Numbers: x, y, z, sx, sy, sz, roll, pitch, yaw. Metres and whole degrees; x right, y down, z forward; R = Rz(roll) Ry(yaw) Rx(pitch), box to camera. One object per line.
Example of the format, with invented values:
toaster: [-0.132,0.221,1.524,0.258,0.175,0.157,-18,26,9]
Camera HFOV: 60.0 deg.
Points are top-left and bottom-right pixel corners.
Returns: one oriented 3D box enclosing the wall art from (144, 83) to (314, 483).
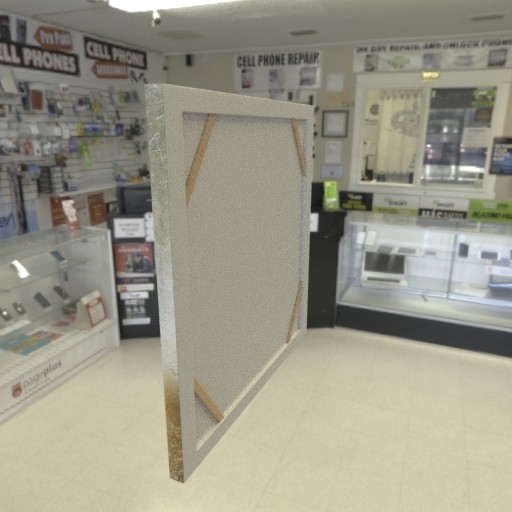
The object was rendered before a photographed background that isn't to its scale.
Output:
wall art: [0.000,0.000,1.626,0.051,1.091,1.092,7,18,24]
